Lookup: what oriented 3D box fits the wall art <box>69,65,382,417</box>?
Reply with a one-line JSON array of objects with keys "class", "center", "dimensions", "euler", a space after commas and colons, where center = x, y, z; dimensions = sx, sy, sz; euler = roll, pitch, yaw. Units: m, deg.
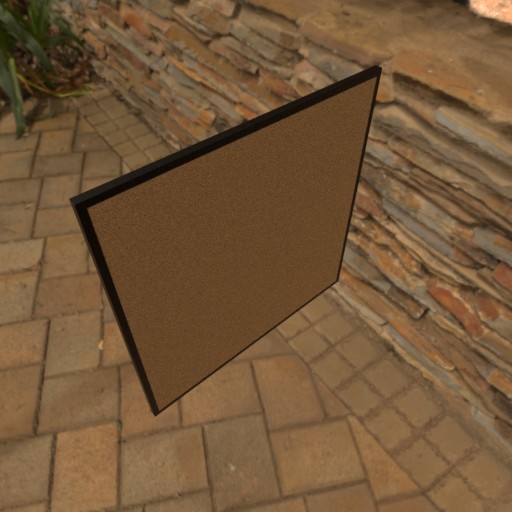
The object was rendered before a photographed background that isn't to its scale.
[{"class": "wall art", "center": [0.000, 0.000, 0.684], "dimensions": [0.457, 0.458, 0.012], "euler": [-32, 54, -27]}]
